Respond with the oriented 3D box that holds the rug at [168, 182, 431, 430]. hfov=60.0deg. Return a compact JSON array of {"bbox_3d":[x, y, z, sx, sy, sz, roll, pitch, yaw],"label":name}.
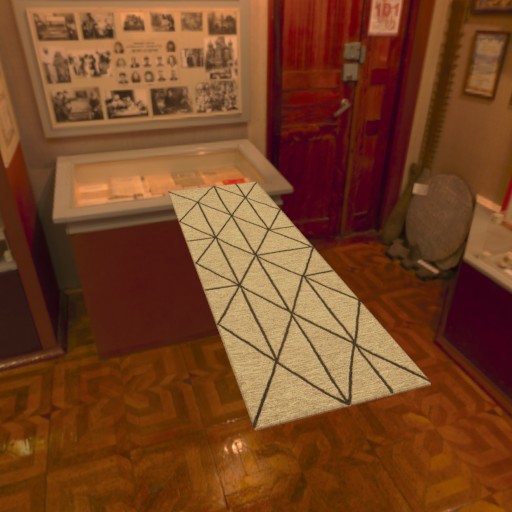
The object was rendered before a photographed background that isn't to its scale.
[{"bbox_3d":[0.000,0.000,2.731,0.762,0.012,2.438,-9,31,-15],"label":"rug"}]
